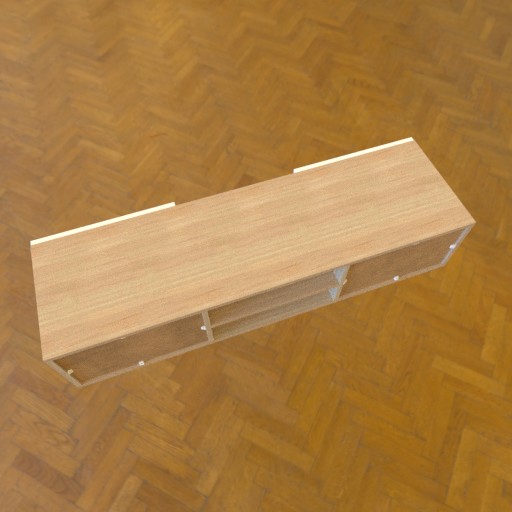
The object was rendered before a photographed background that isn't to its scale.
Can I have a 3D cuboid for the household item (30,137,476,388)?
[{"bbox_3d":[0.000,0.000,1.582,1.400,0.310,0.420,-17,60,-10],"label":"household item"}]
